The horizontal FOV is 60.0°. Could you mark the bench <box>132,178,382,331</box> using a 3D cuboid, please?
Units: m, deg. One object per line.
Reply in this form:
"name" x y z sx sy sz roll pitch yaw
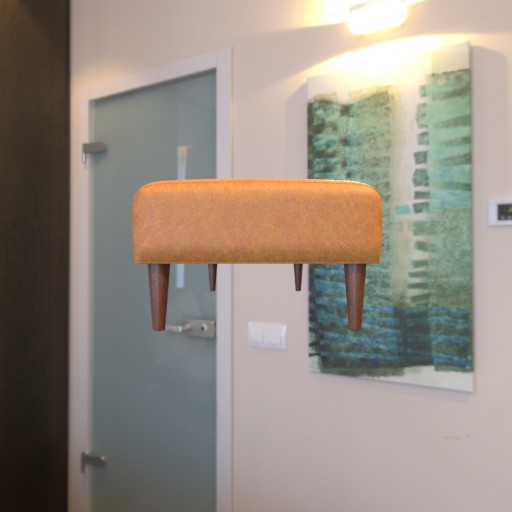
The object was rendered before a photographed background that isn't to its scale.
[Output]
"bench" 0.000 0.000 1.890 0.653 0.399 1.610 0 -1 0
